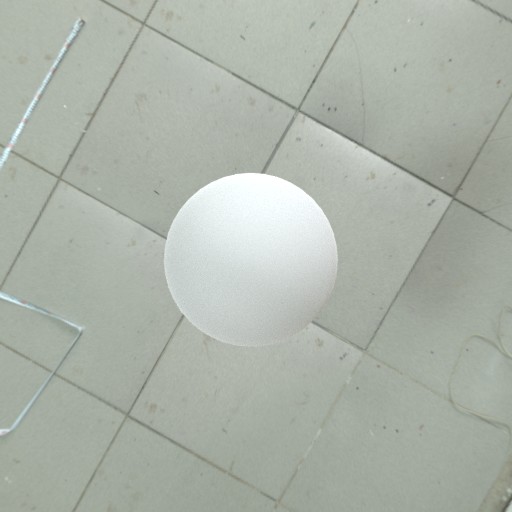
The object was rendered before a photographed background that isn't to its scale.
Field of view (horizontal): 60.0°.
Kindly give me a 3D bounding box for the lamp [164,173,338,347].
[{"bbox_3d":[0.000,0.000,0.561,0.153,0.480,0.153,0,91,2],"label":"lamp"}]
